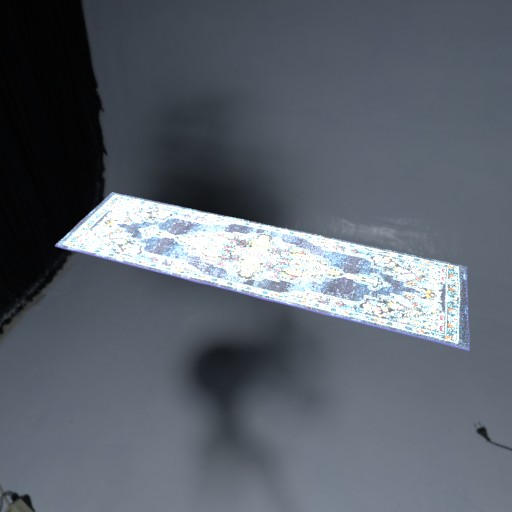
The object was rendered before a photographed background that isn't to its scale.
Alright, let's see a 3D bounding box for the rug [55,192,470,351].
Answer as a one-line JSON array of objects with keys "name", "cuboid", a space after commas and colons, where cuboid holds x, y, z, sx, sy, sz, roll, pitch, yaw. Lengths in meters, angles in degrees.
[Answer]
[{"name": "rug", "cuboid": [0.000, 0.000, 2.524, 2.283, 0.016, 0.602, 13, 43, 14]}]
